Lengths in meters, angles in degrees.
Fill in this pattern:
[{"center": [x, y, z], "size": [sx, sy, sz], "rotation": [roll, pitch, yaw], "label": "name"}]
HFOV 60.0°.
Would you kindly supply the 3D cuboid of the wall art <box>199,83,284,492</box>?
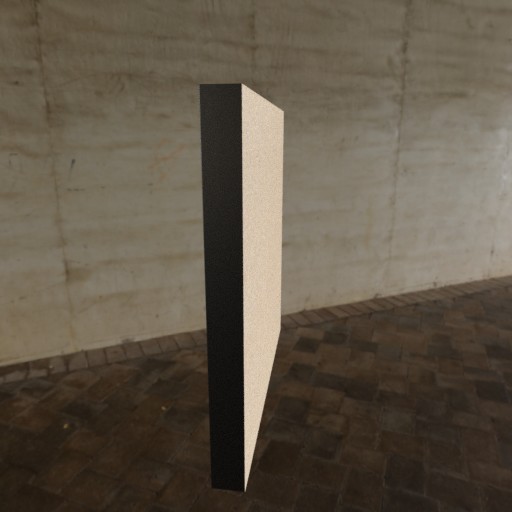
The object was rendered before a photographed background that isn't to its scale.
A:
[{"center": [0.000, 0.000, 0.485], "size": [0.029, 0.318, 0.327], "rotation": [2, 15, 8], "label": "wall art"}]
